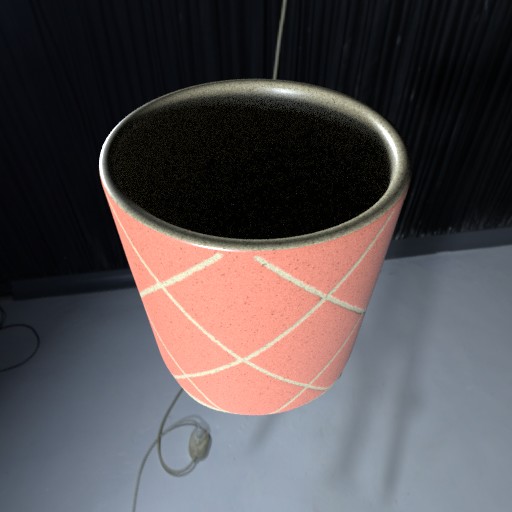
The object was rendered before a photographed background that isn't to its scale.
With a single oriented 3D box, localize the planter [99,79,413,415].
[{"bbox_3d":[0.000,0.000,0.347,0.191,0.200,0.191,0,45,0],"label":"planter"}]
